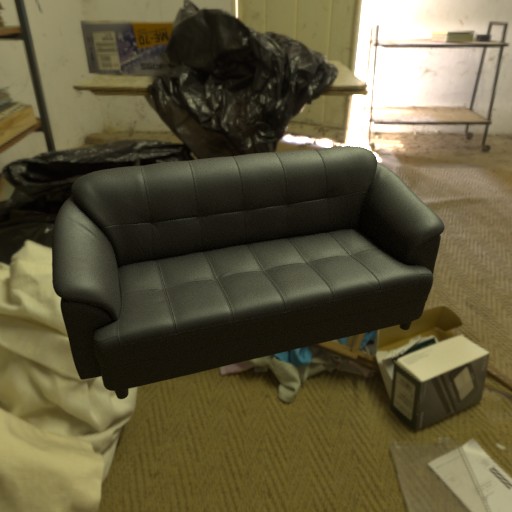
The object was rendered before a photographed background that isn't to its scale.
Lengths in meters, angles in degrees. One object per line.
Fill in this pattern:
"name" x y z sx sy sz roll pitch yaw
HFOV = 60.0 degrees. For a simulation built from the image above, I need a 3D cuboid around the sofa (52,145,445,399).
"sofa" 0.000 0.000 2.226 1.829 0.811 0.800 -10 31 -16
